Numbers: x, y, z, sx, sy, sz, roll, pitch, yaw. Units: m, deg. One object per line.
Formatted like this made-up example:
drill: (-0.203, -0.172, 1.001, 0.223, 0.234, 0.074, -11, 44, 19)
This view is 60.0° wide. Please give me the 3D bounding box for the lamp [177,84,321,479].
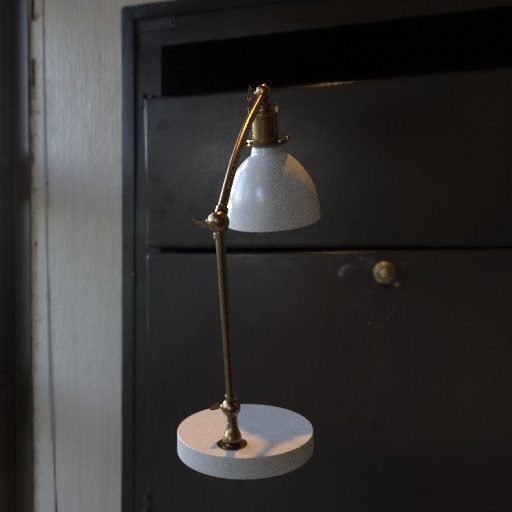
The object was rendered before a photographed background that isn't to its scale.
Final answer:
lamp: (0.000, 0.000, 0.655, 0.186, 0.522, 0.317, 0, 0, 18)
